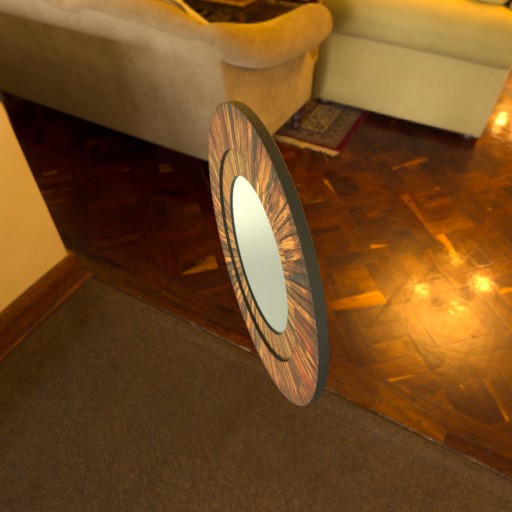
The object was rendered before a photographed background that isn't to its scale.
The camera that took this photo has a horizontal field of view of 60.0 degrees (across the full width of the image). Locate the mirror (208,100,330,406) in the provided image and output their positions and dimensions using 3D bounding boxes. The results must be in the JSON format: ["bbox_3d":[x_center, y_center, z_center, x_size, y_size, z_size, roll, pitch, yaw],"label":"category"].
[{"bbox_3d":[0.000,0.000,1.612,0.036,1.077,1.077,-15,48,-14],"label":"mirror"}]
